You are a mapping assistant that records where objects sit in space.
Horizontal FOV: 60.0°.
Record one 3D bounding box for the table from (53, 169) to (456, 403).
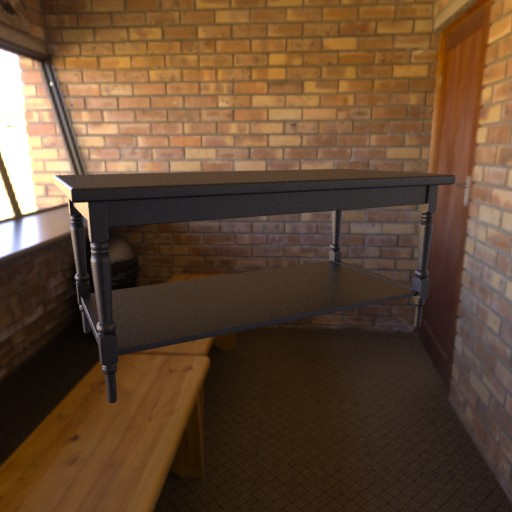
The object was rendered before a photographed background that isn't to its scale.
[{"bbox_3d":[0.000,0.000,1.418,1.107,0.510,0.550,-7,15,-26],"label":"table"}]
